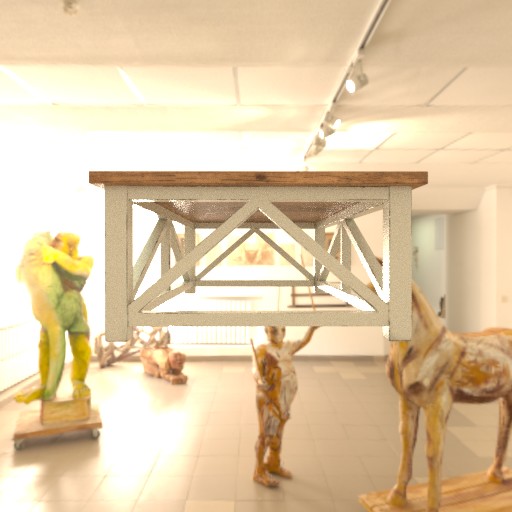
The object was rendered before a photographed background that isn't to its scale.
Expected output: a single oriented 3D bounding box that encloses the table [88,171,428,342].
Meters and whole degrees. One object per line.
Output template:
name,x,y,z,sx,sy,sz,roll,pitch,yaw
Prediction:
table,0.000,0.000,1.744,0.800,0.410,1.400,0,0,-1
